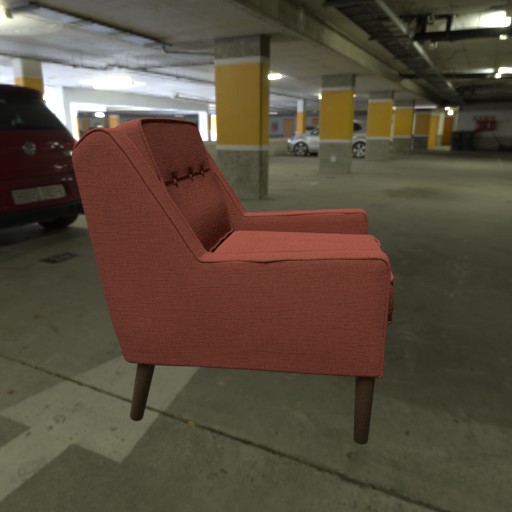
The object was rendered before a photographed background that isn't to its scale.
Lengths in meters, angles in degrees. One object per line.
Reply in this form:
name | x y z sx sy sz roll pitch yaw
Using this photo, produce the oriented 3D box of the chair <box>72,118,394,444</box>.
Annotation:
chair | 0.000 0.000 1.365 0.770 0.812 0.680 2 16 8
